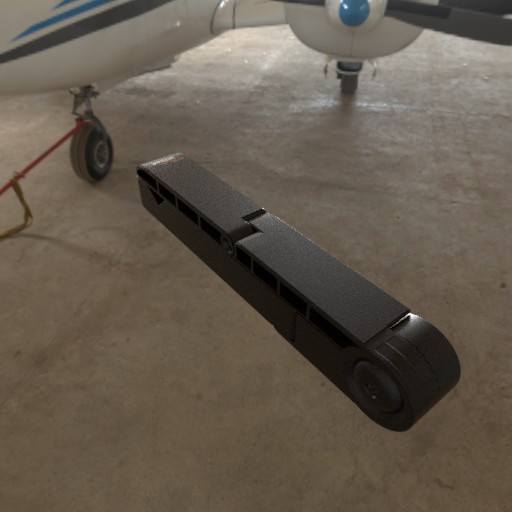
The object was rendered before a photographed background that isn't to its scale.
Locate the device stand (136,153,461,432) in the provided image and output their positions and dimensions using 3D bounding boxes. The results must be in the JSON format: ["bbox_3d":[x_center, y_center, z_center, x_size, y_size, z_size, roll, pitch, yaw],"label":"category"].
[{"bbox_3d":[0.000,0.000,0.190,0.026,0.030,0.179,-27,46,-29],"label":"device stand"}]
